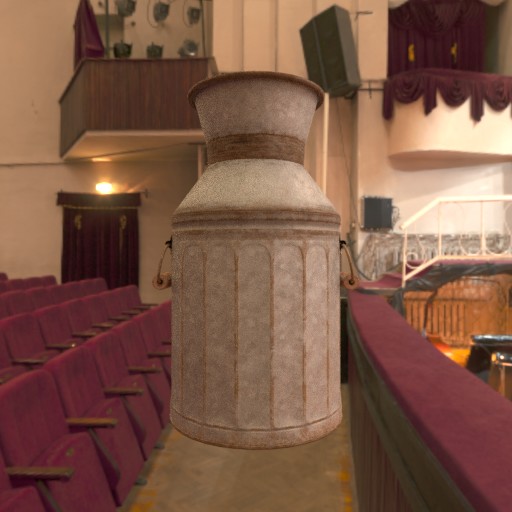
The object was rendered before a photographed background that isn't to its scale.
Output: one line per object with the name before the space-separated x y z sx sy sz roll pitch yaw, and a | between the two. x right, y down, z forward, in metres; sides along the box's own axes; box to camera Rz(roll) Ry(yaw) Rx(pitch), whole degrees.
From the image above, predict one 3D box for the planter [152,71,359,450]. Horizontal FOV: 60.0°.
planter | 0.000 0.000 0.556 0.245 0.396 0.214 0 0 1
